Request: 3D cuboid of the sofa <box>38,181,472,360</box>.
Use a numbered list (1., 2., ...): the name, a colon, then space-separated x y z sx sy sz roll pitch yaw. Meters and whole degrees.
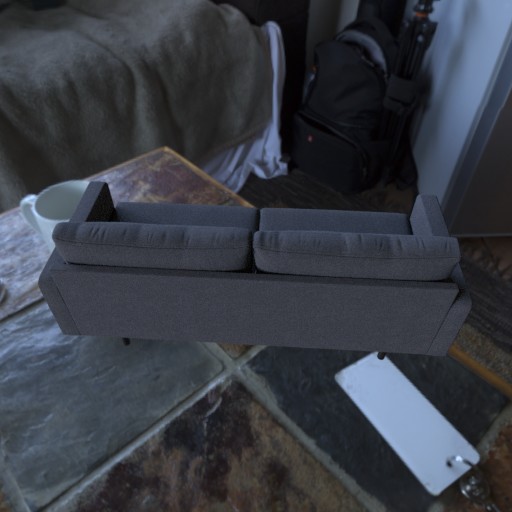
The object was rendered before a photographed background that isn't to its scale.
1. sofa: 0.000 0.000 2.543 2.100 0.880 0.880 3 46 3
